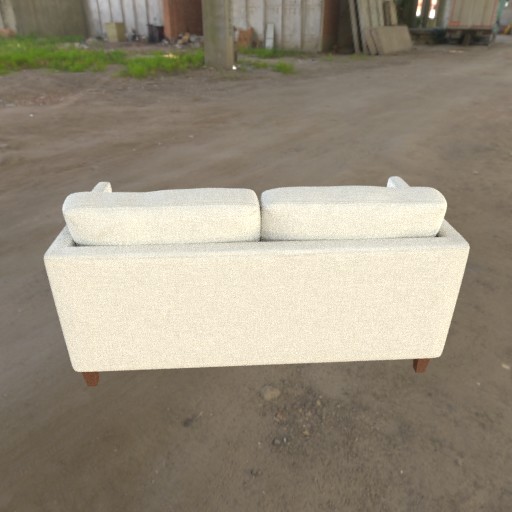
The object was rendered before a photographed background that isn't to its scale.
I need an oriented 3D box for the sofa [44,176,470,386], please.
[{"bbox_3d":[0.000,0.000,2.409,1.838,0.963,0.950,-2,29,-3],"label":"sofa"}]
